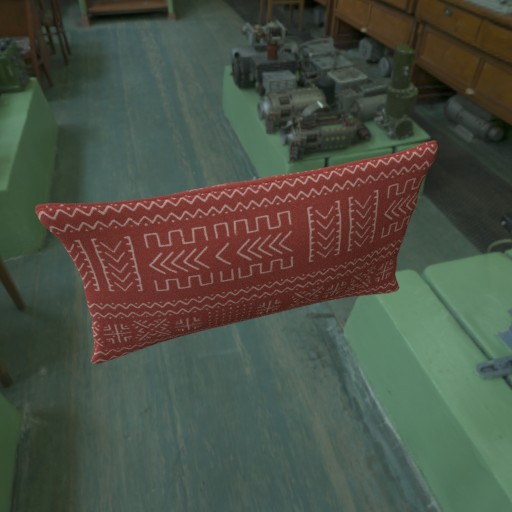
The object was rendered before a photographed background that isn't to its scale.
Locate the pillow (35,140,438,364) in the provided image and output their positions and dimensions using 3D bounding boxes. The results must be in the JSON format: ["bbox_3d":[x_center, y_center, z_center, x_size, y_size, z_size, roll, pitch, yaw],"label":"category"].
[{"bbox_3d":[0.000,0.000,0.783,0.640,0.352,0.130,-12,43,-13],"label":"pillow"}]
